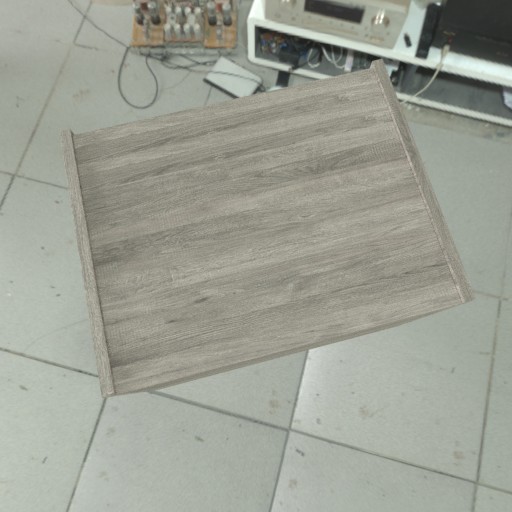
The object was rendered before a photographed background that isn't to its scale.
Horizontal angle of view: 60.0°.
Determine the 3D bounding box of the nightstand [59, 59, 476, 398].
[{"bbox_3d":[0.000,0.000,0.837,0.480,0.500,0.380,-14,75,-4],"label":"nightstand"}]
